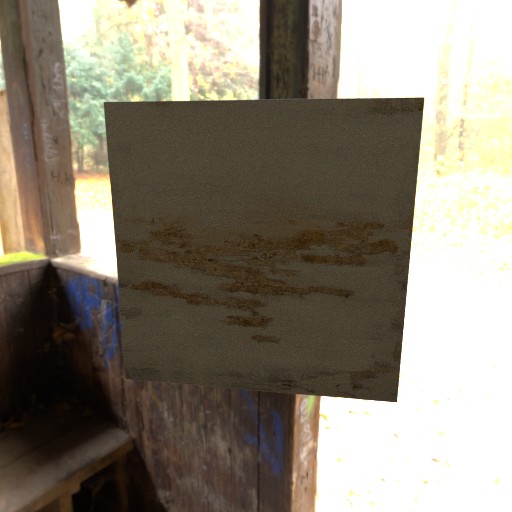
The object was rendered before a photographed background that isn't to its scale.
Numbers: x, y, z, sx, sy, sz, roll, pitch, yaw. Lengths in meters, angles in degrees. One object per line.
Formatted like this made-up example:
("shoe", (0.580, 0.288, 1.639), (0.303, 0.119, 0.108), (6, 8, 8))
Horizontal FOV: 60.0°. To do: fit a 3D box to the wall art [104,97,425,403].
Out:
("wall art", (0.000, 0.000, 1.530), (1.015, 1.018, 0.040), (2, 15, 9))
